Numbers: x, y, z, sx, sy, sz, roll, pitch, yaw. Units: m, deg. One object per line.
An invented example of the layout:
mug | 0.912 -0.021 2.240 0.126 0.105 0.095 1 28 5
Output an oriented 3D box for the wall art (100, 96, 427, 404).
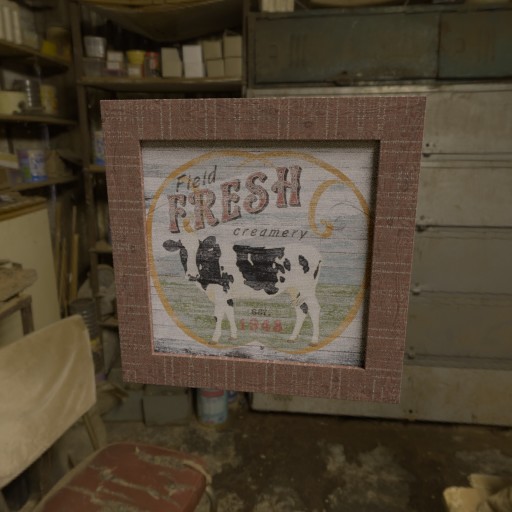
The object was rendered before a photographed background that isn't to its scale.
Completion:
wall art | 0.000 0.000 0.793 0.531 0.531 0.029 2 15 8
